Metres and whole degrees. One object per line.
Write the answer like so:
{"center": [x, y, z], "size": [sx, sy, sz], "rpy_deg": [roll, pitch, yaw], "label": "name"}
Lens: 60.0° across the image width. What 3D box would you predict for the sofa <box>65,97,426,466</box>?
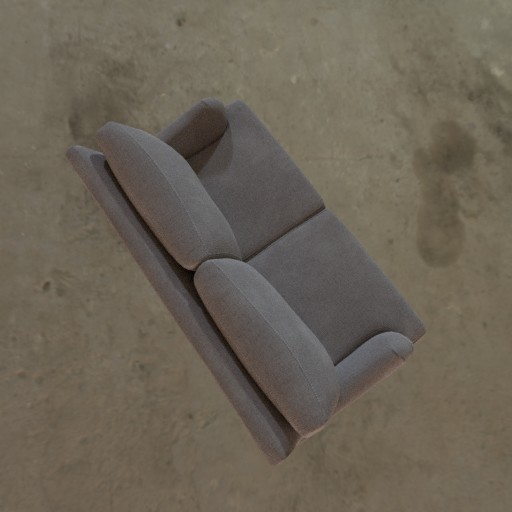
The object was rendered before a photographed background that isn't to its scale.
{"center": [0.000, 0.000, 2.524], "size": [1.084, 1.101, 1.853], "rpy_deg": [-35, 78, -9], "label": "sofa"}
